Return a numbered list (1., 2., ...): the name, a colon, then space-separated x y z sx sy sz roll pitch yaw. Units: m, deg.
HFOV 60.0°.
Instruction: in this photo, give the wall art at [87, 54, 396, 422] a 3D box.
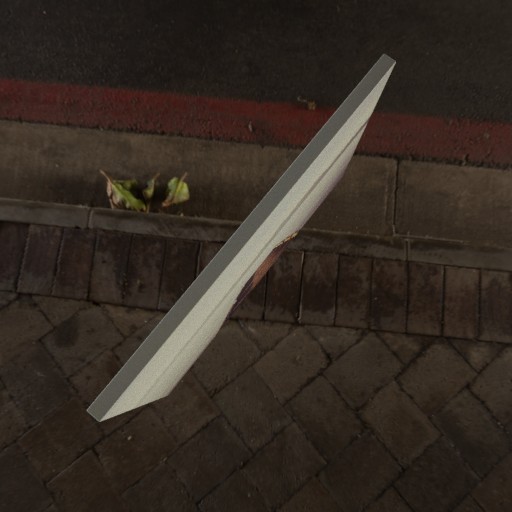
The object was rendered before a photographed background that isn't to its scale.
1. wall art: 0.000 0.000 0.773 0.021 0.410 0.615 38 79 8
